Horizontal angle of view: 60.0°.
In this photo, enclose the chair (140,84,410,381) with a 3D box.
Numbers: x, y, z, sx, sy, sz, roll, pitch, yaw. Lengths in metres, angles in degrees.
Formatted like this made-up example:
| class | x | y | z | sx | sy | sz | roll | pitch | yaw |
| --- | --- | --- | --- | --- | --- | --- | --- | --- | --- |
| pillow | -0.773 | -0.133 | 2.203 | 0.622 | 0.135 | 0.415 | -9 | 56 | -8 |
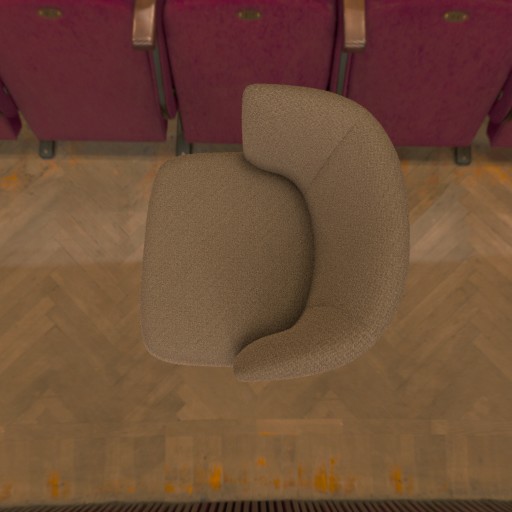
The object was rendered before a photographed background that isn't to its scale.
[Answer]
| class | x | y | z | sx | sy | sz | roll | pitch | yaw |
| --- | --- | --- | --- | --- | --- | --- | --- | --- | --- |
| chair | 0.000 | 0.000 | 1.313 | 0.660 | 0.760 | 0.700 | 1 | 76 | 0 |
